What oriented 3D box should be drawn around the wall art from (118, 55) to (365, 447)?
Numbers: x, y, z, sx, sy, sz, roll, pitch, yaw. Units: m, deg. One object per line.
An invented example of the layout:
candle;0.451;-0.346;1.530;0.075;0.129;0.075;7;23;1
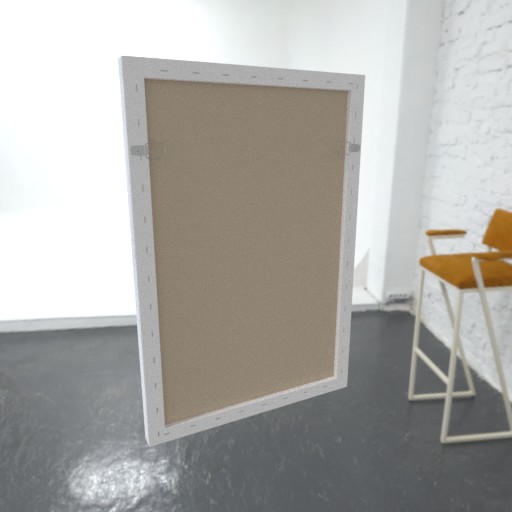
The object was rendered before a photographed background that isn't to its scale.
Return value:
wall art;0.000;0.000;1.155;0.624;0.914;0.043;-7;16;-26
